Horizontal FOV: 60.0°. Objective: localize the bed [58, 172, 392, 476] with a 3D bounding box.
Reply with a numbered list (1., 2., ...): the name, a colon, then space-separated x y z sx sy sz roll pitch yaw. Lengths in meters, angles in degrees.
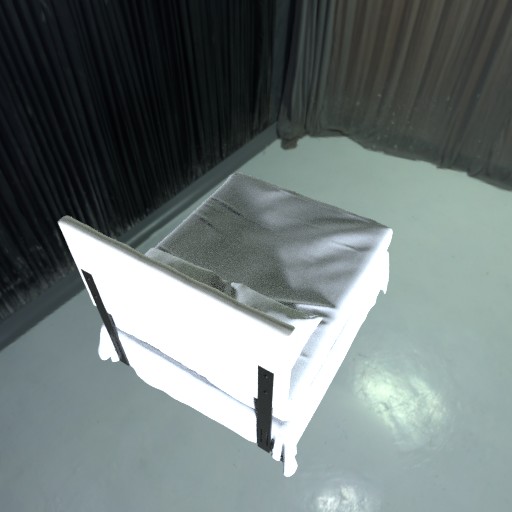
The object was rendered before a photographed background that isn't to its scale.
1. bed: 0.000 0.000 3.586 1.936 1.577 2.222 24 51 21
